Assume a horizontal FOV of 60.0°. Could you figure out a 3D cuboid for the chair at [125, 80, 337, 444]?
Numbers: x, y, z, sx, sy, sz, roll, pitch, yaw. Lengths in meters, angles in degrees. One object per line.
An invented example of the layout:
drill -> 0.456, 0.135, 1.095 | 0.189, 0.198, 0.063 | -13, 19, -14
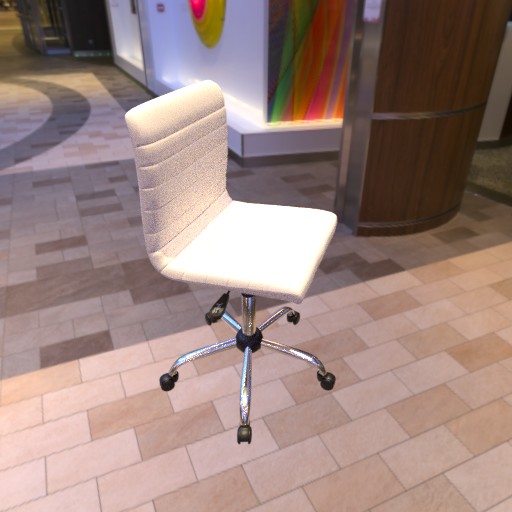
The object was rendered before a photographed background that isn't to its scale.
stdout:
chair -> 0.000, 0.000, 1.083 | 0.455, 0.750, 0.520 | 10, 32, 17
